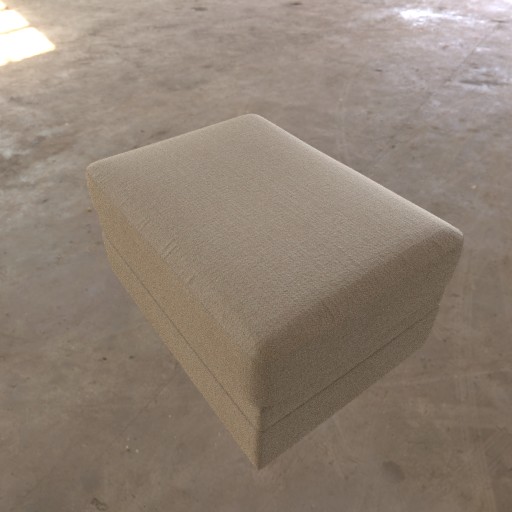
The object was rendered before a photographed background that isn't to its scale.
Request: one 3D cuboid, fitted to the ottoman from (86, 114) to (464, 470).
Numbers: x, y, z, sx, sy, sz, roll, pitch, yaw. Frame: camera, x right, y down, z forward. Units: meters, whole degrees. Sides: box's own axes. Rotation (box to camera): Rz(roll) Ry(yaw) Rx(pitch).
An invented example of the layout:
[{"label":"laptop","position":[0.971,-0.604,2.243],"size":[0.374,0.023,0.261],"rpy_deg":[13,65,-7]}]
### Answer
[{"label":"ottoman","position":[0.000,0.000,1.271],"size":[0.637,0.478,0.885],"rpy_deg":[-26,48,-26]}]
